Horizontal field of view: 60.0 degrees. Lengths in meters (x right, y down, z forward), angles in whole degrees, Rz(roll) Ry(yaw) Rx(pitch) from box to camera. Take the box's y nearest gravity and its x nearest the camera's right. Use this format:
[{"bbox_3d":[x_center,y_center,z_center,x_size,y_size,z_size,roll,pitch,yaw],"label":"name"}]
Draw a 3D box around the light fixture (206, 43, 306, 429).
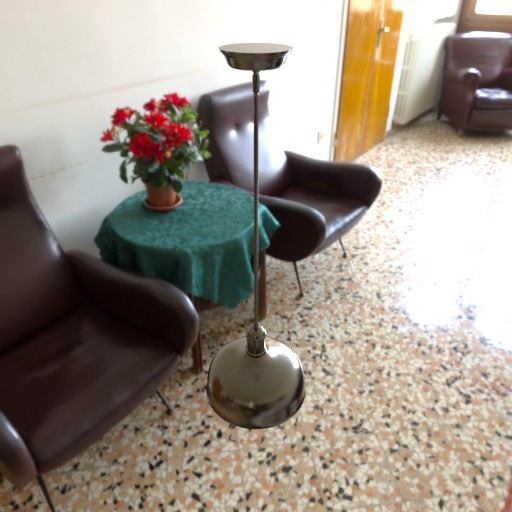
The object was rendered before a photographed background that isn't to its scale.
[{"bbox_3d":[0.000,0.000,1.090,0.299,0.935,0.299,1,32,1],"label":"light fixture"}]
